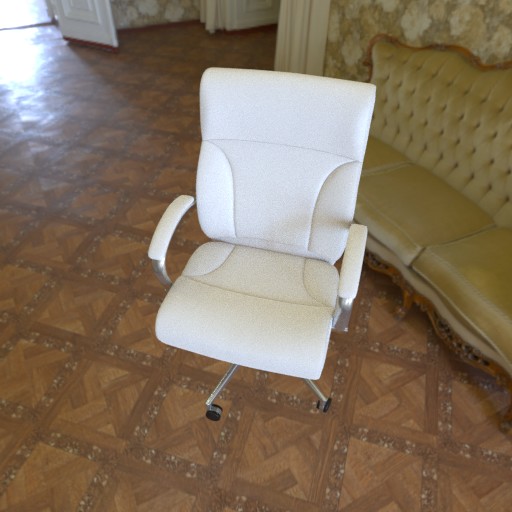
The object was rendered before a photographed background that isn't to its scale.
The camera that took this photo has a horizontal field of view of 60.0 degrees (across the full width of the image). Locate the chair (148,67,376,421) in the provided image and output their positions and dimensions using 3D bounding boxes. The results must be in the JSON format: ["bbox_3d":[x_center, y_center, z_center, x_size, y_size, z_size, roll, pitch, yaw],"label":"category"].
[{"bbox_3d":[0.000,0.000,1.587,0.727,1.099,0.745,11,43,12],"label":"chair"}]
